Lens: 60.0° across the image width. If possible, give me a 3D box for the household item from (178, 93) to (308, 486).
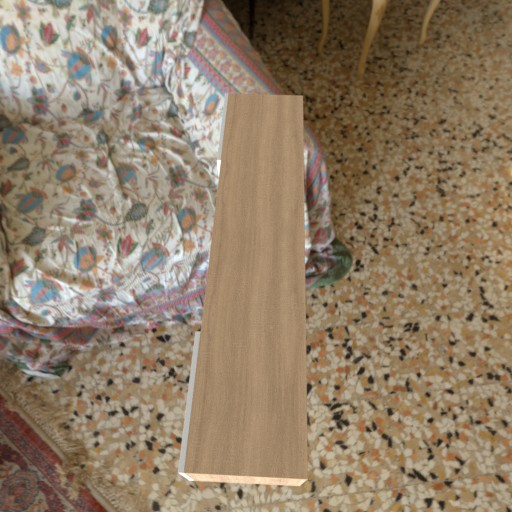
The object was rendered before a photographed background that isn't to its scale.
[{"bbox_3d":[0.000,0.000,2.041,0.420,0.310,1.850,2,59,1],"label":"household item"}]
